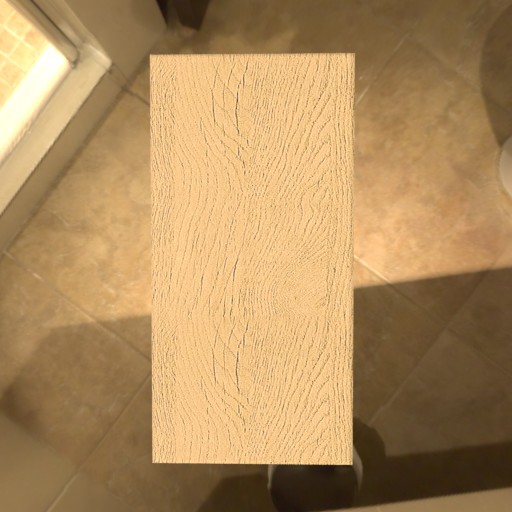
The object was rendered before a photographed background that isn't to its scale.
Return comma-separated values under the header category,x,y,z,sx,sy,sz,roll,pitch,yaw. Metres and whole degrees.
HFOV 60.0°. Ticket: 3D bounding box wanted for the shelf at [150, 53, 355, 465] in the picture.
category,x,y,z,sx,sy,sz,roll,pitch,yaw
shelf,0.000,0.000,1.247,0.390,0.786,0.790,0,92,1
